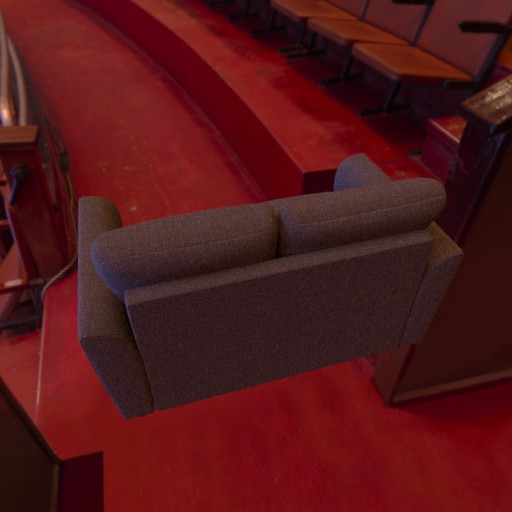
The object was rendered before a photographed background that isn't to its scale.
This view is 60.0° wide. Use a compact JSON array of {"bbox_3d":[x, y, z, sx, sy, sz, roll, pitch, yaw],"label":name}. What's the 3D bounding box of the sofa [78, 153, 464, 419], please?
[{"bbox_3d":[0.000,0.000,1.963,1.423,0.885,0.851,-11,43,-13],"label":"sofa"}]
